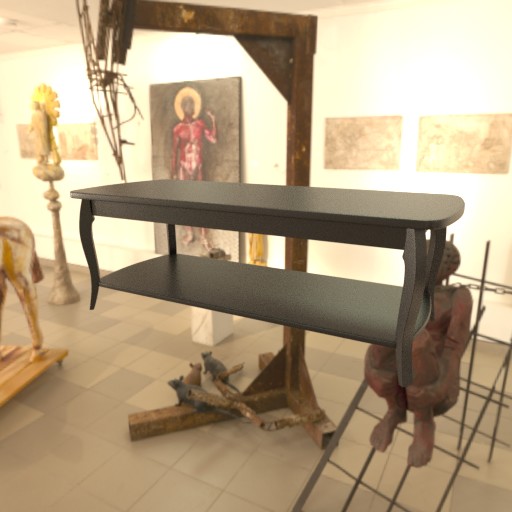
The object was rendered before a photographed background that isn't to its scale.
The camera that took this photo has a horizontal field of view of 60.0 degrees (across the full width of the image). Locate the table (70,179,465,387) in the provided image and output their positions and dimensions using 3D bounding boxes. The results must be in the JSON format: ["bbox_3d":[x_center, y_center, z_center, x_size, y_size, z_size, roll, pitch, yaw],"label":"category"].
[{"bbox_3d":[0.000,0.000,1.612,1.333,0.457,0.571,8,17,27],"label":"table"}]
